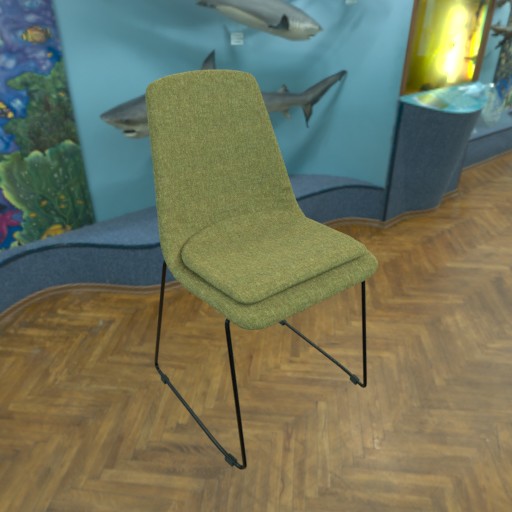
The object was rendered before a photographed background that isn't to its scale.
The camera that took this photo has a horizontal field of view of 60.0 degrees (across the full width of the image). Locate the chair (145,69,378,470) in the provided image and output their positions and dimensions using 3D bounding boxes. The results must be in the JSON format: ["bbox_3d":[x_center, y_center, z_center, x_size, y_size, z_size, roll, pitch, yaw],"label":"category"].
[{"bbox_3d":[0.000,0.000,1.149,0.479,0.849,0.496,-20,36,-32],"label":"chair"}]
